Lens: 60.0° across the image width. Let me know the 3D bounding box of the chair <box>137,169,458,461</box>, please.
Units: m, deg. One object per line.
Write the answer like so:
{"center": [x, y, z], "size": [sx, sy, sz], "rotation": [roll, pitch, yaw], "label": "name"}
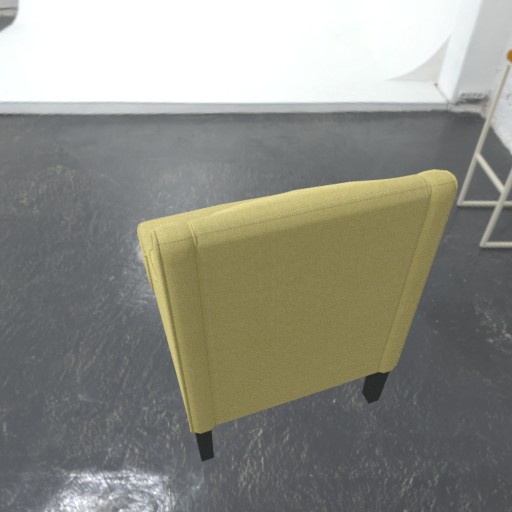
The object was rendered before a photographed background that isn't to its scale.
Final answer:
{"center": [0.000, 0.000, 1.458], "size": [0.696, 0.896, 0.814], "rotation": [-13, 43, -15], "label": "chair"}
